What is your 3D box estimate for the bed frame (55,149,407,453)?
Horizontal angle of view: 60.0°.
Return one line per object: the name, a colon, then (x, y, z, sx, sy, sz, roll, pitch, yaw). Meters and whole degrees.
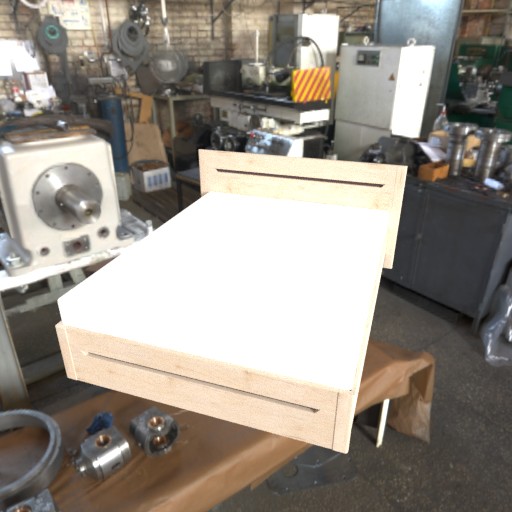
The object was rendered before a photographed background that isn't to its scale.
bed frame: (0.000, 0.000, 3.062, 1.800, 0.900, 2.080, 9, 27, 17)
